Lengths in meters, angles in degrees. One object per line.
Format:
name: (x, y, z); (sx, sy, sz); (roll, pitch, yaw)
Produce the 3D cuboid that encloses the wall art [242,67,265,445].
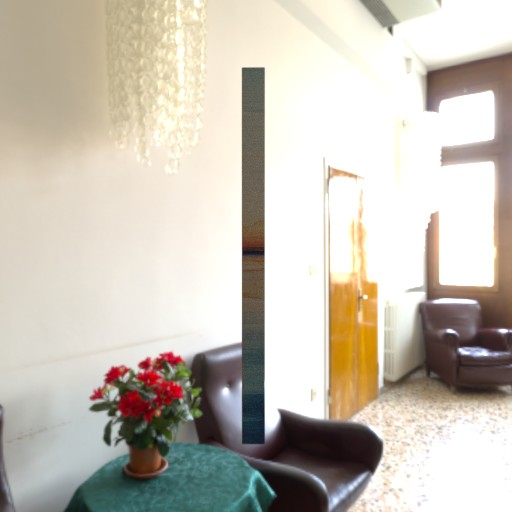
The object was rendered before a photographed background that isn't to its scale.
wall art: (0.000, 0.000, 1.165); (0.037, 0.605, 0.911); (0, 0, 1)
